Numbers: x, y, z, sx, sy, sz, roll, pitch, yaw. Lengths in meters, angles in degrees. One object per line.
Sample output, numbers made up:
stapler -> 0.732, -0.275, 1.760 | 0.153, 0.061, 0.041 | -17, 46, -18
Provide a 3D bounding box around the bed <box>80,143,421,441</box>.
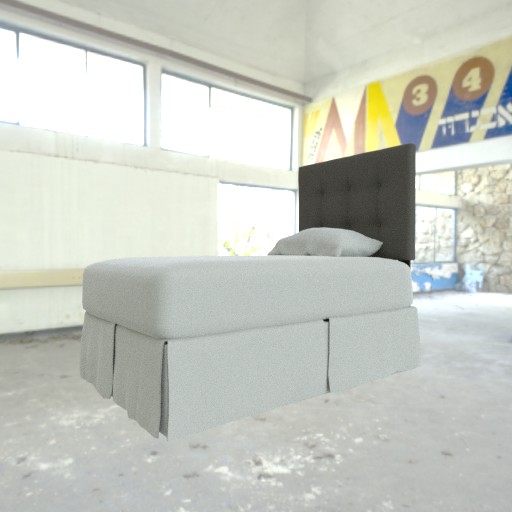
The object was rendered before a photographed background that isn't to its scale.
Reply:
bed -> 0.000, 0.000, 2.958 | 1.997, 1.571, 1.261 | -1, 1, -38
